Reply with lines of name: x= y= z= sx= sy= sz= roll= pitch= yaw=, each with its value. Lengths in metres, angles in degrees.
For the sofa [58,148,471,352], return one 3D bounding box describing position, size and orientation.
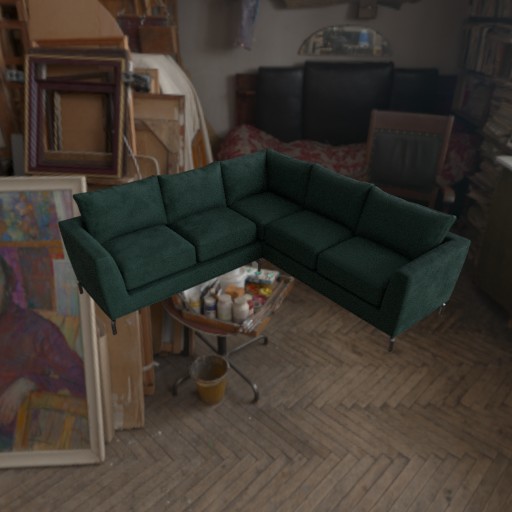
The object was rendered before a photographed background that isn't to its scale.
sofa: x=0.000 y=0.000 z=3.812 sx=2.468 sy=1.004 sz=2.452 roll=-22 pitch=37 yaw=-33
